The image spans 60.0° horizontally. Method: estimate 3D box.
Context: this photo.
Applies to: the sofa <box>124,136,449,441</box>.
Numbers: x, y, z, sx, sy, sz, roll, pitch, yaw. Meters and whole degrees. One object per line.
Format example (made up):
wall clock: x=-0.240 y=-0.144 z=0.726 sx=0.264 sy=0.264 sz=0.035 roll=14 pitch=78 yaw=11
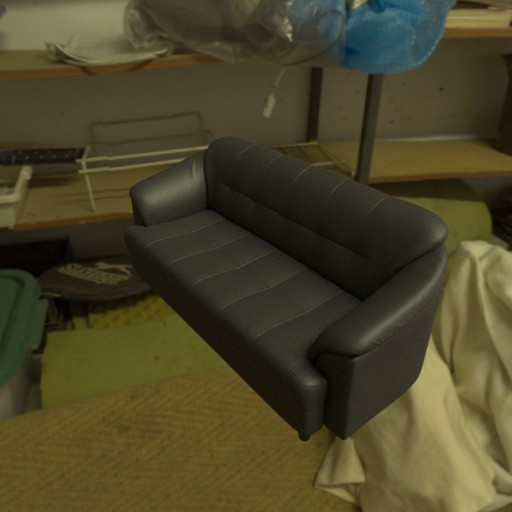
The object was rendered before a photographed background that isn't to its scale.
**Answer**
sofa: x=0.000 y=0.000 z=2.276 sx=0.800 sy=0.811 sz=1.829 roll=-22 pitch=37 yaw=-32
